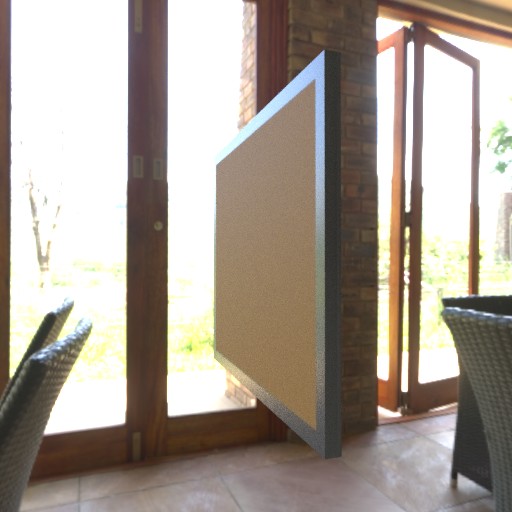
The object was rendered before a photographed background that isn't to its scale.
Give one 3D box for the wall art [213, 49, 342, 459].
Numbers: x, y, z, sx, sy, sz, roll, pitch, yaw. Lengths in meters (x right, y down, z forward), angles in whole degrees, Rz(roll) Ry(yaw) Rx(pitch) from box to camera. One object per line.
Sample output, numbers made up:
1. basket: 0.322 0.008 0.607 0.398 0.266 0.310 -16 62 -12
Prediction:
1. wall art: 0.000 0.000 0.919 0.026 0.558 0.660 0 -1 -19
